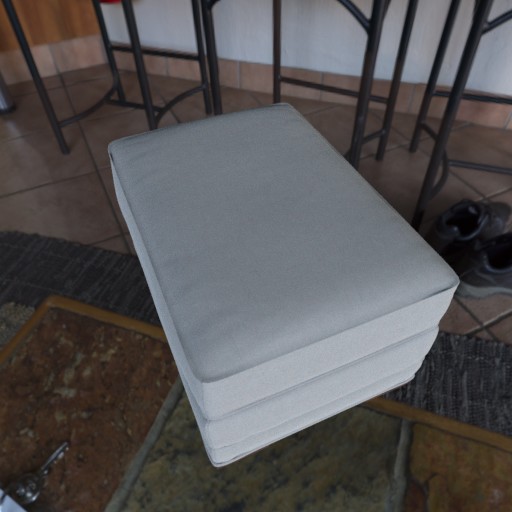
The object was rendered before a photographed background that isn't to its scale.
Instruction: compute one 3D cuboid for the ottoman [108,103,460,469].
[{"bbox_3d":[0.000,0.000,1.227,0.611,0.482,0.848,-18,50,-16],"label":"ottoman"}]
